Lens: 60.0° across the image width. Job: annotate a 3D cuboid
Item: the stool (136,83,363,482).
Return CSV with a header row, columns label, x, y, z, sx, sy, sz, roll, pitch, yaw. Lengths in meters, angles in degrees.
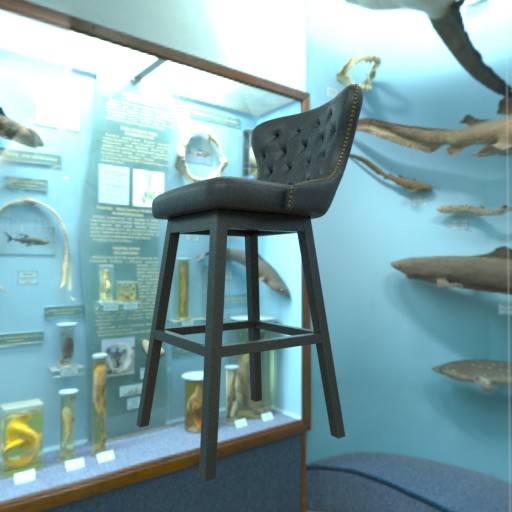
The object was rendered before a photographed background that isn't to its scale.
label,x,y,z,sx,sy,sz,roll,pitch,yaw
stool,0.000,0.000,1.380,0.601,1.050,0.528,1,-1,-35
